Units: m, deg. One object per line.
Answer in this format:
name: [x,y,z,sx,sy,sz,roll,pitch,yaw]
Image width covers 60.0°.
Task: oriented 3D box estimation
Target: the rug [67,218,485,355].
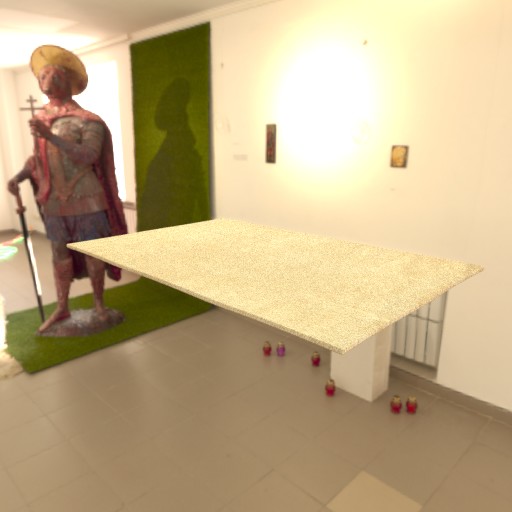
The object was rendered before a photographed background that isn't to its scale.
rug: [0.000,0.000,2.915,2.346,0.025,1.500,14,21,43]
